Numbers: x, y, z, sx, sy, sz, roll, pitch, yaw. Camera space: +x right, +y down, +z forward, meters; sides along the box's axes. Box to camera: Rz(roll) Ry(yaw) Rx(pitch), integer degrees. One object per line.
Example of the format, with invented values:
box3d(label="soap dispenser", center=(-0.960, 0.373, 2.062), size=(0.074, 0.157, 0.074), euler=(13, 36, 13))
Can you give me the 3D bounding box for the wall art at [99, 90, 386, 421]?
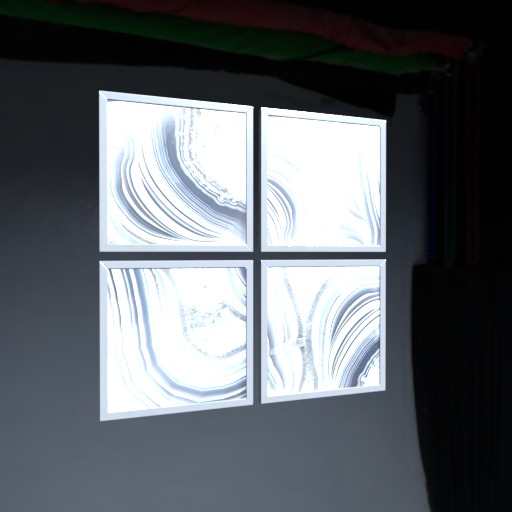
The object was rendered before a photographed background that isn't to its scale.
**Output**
box3d(label="wall art", center=(0.000, 0.000, 1.681), size=(1.118, 1.118, 0.029), euler=(0, 0, -18))
